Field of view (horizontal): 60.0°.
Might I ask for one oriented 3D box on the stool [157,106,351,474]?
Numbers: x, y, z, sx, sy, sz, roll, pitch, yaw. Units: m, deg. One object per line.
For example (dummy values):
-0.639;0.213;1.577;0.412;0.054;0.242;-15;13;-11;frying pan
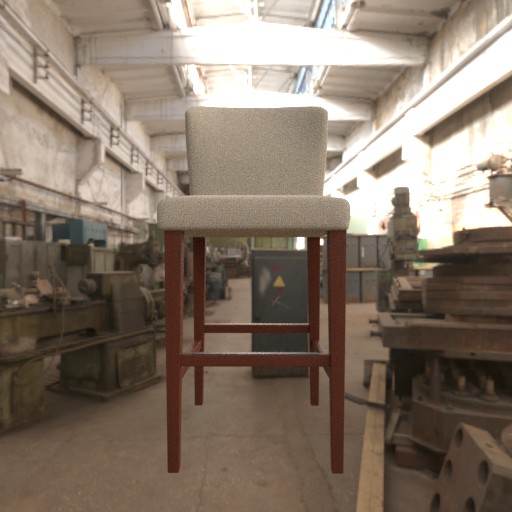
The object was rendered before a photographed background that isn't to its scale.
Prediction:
0.000;0.000;1.345;0.481;1.069;0.568;0;0;0;stool
